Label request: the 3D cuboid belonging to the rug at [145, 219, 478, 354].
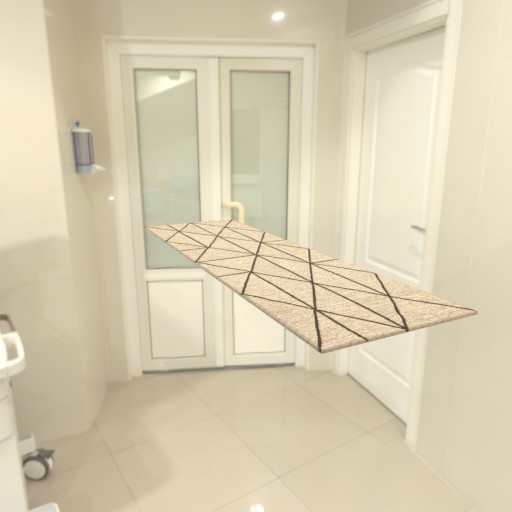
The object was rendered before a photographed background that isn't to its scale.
[{"bbox_3d":[0.000,0.000,2.661,0.762,0.012,2.438,-7,16,-26],"label":"rug"}]
